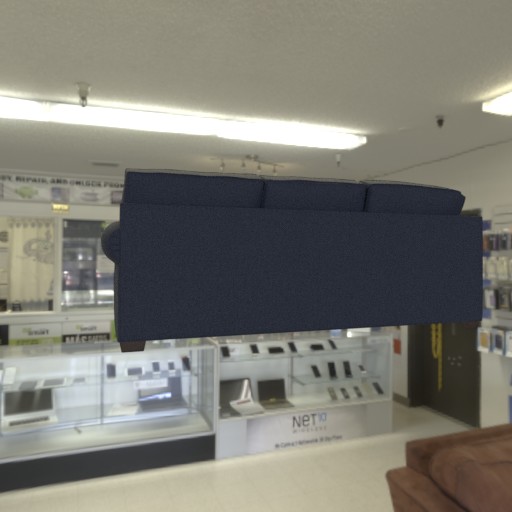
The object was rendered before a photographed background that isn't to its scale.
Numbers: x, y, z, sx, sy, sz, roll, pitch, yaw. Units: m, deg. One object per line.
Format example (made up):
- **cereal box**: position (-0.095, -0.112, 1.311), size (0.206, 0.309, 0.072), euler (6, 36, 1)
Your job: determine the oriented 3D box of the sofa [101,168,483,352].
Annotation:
- **sofa**: position (0.000, 0.000, 3.902), size (2.562, 1.042, 2.487), euler (0, 0, -19)
